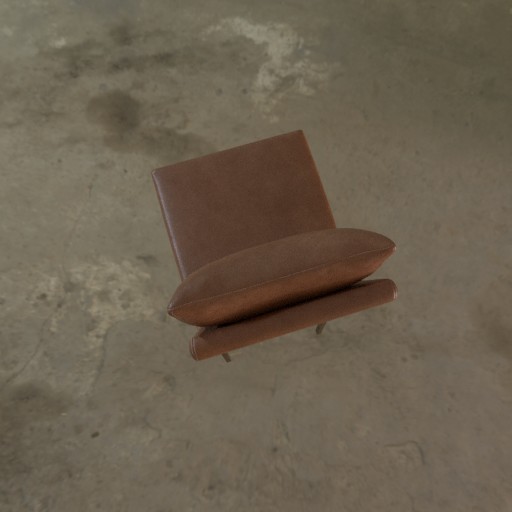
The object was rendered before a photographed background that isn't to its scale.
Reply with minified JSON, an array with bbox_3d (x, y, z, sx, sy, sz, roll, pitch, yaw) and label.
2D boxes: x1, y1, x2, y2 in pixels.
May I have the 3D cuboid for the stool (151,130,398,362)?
[{"bbox_3d":[0.000,0.000,1.396,0.463,1.124,0.571,-16,76,-4],"label":"stool"}]
